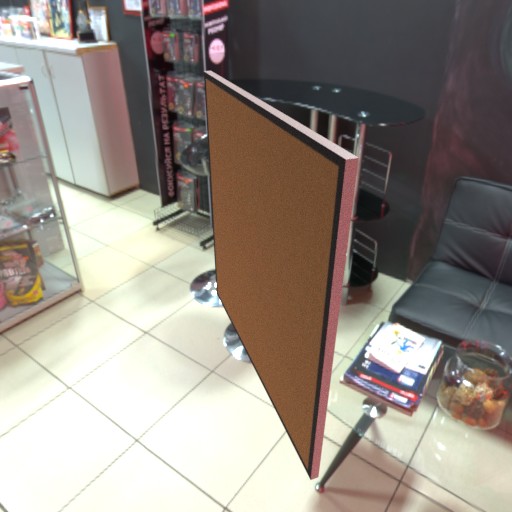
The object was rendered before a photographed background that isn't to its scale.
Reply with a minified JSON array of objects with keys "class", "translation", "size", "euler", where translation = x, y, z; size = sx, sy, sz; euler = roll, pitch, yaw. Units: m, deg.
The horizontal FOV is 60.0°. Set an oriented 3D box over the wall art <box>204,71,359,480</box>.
[{"class":"wall art","translation":[0.000,0.000,1.183],"size":[0.022,0.803,0.805],"euler":[-11,33,-17]}]
